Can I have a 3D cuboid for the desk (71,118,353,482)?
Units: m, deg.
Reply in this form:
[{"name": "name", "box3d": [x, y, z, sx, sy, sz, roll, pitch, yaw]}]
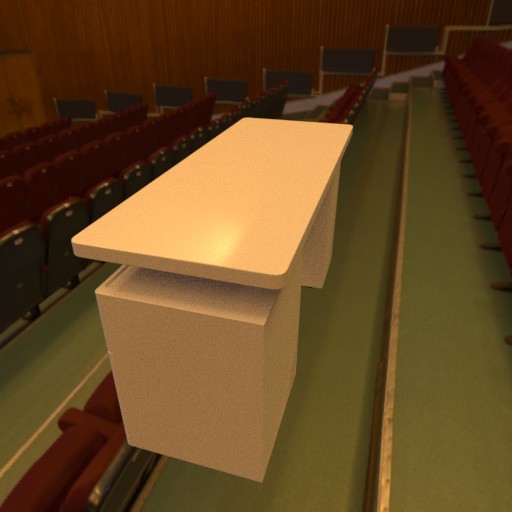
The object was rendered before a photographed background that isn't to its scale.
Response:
[{"name": "desk", "box3d": [0.000, 0.000, 1.790, 0.550, 0.762, 1.400, 9, 31, 15]}]
